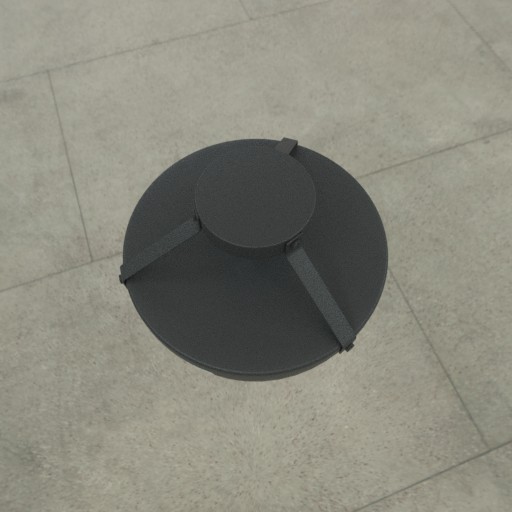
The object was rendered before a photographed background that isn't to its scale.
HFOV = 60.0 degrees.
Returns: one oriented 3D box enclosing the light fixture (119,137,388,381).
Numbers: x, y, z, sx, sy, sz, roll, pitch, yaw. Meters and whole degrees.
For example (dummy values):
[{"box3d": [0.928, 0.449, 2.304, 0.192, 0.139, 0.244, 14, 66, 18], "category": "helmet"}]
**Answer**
[{"box3d": [0.000, 0.000, 0.543, 0.304, 0.269, 0.304, 0, 64, 0], "category": "light fixture"}]
